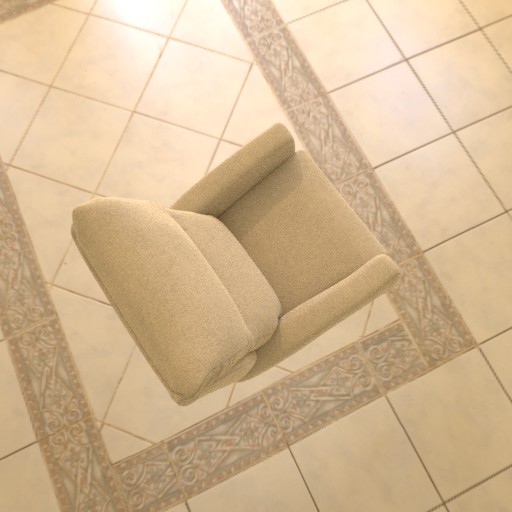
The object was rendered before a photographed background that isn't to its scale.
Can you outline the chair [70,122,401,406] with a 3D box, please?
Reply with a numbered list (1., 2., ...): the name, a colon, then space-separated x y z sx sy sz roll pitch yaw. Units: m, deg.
1. chair: 0.000 0.000 1.674 0.940 1.021 0.794 -34 78 -8
